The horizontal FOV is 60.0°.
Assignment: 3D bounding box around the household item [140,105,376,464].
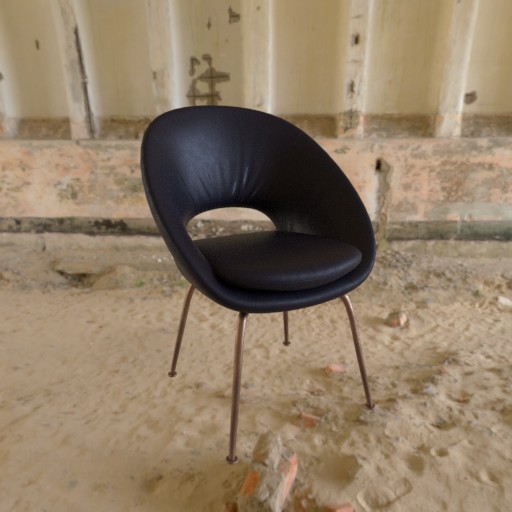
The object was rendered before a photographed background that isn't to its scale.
[{"bbox_3d":[0.000,0.000,1.291,0.623,0.852,0.573,-9,18,-28],"label":"household item"}]
